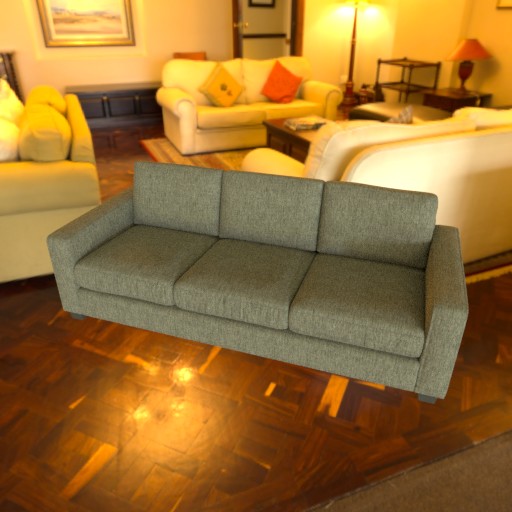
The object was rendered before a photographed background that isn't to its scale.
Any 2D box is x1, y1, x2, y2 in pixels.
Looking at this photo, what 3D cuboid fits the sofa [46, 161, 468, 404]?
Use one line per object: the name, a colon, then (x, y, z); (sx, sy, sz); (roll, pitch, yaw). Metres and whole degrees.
sofa: (0.000, 0.000, 2.555); (2.160, 0.800, 0.900); (9, 30, 17)
